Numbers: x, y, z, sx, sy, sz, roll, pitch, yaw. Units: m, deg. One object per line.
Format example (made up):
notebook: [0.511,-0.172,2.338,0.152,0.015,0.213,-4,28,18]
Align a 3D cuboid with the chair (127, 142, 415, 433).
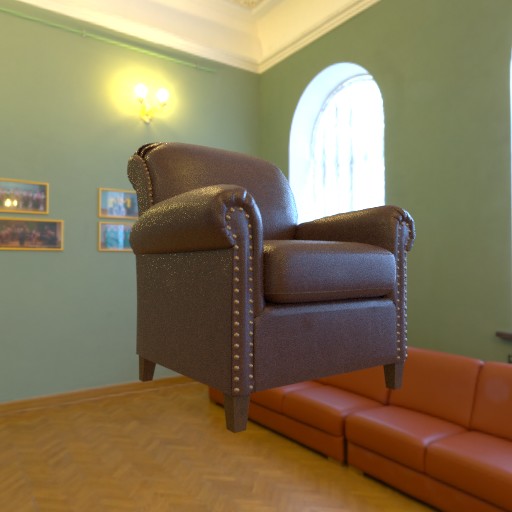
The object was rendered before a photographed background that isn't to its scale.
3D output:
chair: [0.000,0.000,1.652,0.854,0.927,0.890,1,-1,-36]
